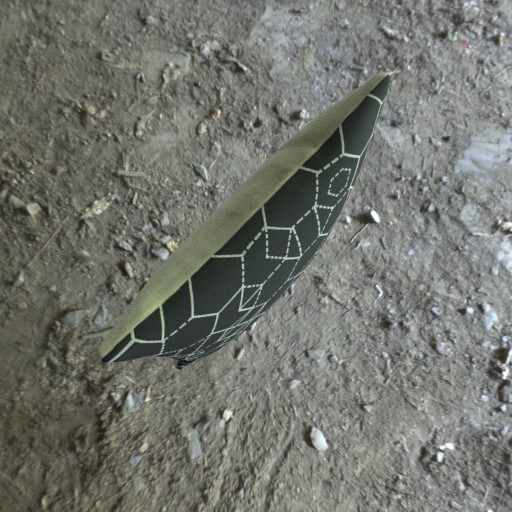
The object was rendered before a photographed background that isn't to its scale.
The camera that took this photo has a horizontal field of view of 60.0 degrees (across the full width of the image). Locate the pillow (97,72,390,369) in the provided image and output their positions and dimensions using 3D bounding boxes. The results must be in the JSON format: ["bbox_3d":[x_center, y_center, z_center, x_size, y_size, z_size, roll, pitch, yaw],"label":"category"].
[{"bbox_3d":[0.000,0.000,0.787,0.158,0.508,0.517,42,79,10],"label":"pillow"}]
